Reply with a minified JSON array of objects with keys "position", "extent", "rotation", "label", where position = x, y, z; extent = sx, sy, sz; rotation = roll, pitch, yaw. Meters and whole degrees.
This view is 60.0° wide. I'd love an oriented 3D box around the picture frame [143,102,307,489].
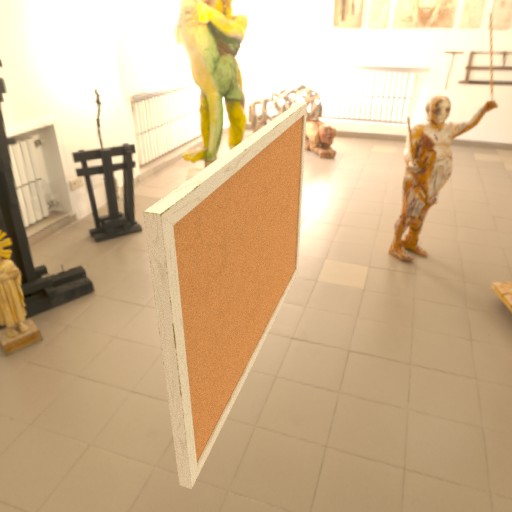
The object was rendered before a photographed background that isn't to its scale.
[{"position":[0.000,0.000,1.194],"extent":[0.029,0.640,0.950],"rotation":[9,30,16],"label":"picture frame"}]
